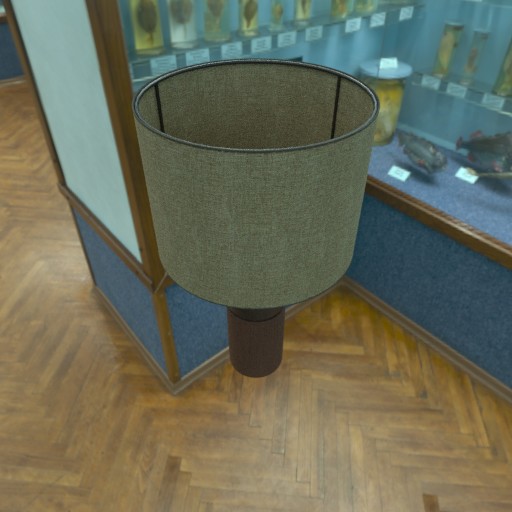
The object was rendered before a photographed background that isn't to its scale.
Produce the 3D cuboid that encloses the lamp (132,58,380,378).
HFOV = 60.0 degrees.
[{"bbox_3d":[0.000,0.000,0.481,0.202,0.350,0.202,0,40,0],"label":"lamp"}]
